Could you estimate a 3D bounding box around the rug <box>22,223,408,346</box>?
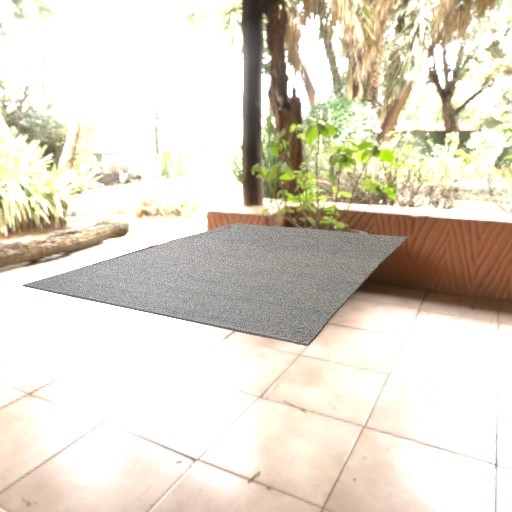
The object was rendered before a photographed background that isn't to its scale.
[{"bbox_3d":[0.000,0.000,2.974,1.613,0.030,2.306,7,15,26],"label":"rug"}]
